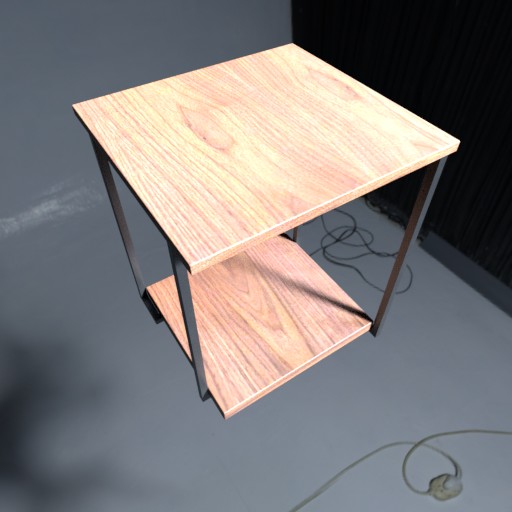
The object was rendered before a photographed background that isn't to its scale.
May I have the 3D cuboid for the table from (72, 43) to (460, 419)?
[{"bbox_3d":[0.000,0.000,0.841,0.411,0.567,0.384,-26,53,-22],"label":"table"}]
